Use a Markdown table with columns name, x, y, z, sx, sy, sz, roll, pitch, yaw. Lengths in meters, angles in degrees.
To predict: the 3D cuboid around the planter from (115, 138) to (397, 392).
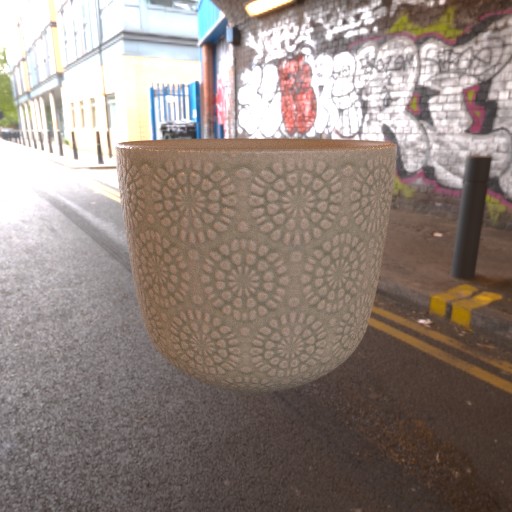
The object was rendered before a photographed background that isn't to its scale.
| name | x | y | z | sx | sy | sz | roll | pitch | yaw |
| --- | --- | --- | --- | --- | --- | --- | --- | --- | --- |
| planter | 0.000 | 0.000 | 0.218 | 0.124 | 0.109 | 0.124 | 0 | 16 | 0 |
